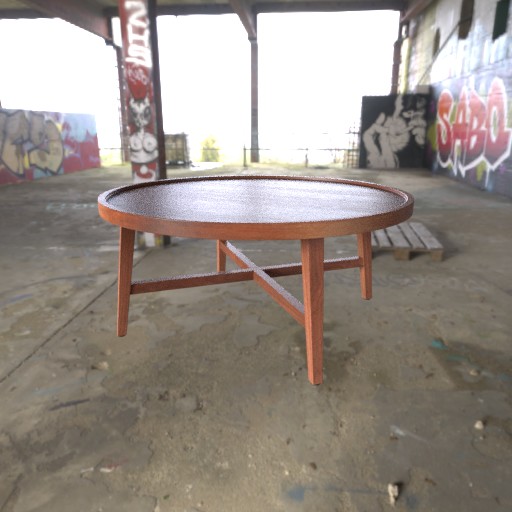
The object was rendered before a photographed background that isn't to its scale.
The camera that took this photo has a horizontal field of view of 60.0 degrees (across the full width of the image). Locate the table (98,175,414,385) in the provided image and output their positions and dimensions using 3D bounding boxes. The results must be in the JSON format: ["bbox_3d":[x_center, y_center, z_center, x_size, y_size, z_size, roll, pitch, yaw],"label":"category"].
[{"bbox_3d":[0.000,0.000,1.235,0.800,0.360,0.800,0,16,0],"label":"table"}]
